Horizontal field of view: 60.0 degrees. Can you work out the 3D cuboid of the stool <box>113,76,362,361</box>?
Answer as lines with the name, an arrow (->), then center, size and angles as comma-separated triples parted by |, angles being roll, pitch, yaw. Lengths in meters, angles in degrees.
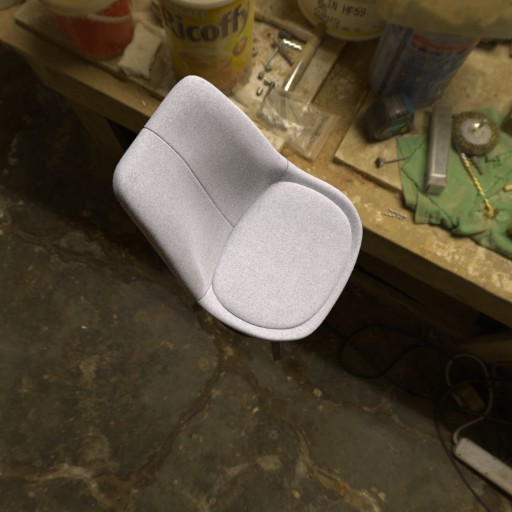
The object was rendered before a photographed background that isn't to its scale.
stool -> 0.000, 0.000, 1.405 | 0.550, 1.115, 0.485 | 30, 78, 7
